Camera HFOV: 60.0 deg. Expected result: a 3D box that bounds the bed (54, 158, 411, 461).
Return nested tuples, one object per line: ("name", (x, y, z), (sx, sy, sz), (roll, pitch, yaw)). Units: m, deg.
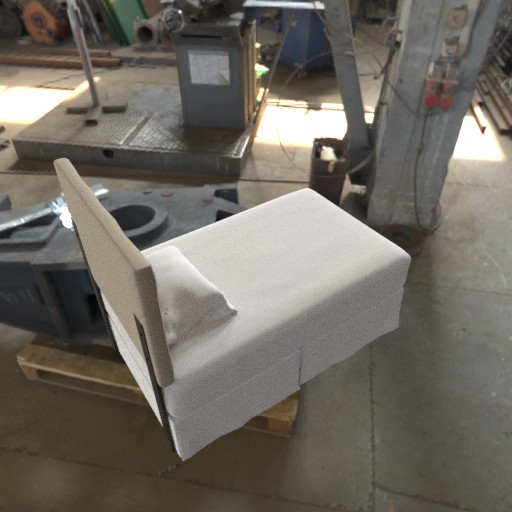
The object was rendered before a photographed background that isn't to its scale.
("bed", (0.000, 0.000, 3.033), (1.997, 1.571, 1.261), (-24, 46, -26))
